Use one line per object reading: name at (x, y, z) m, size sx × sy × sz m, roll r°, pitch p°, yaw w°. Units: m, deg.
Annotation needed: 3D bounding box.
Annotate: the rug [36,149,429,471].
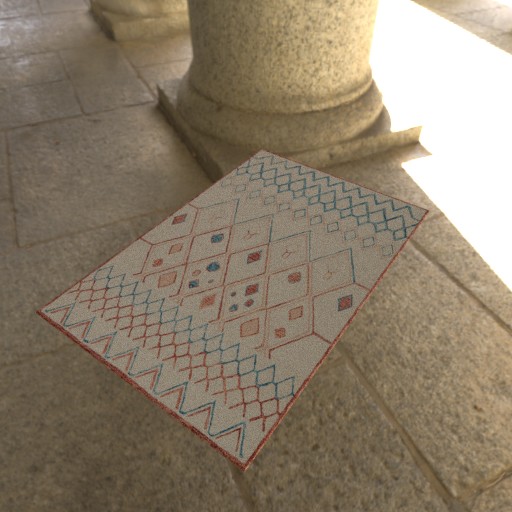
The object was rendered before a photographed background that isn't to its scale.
rug at (0.000, 0.000, 2.349) m, size 1.219 × 0.016 × 1.829 m, roll 26°, pitch 50°, yaw 25°
